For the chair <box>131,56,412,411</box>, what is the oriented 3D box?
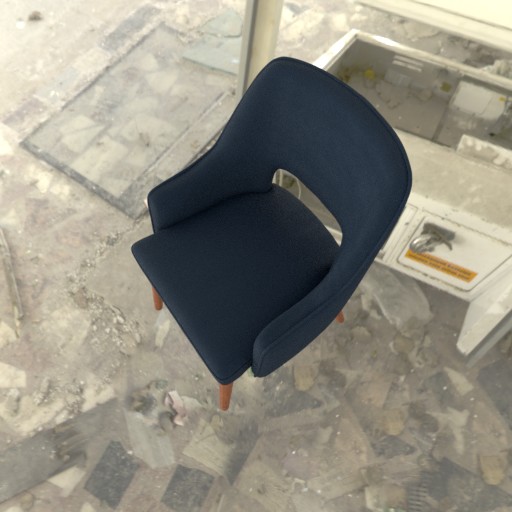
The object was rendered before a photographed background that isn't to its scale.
[{"bbox_3d":[0.000,0.000,1.228,0.591,0.844,0.559,-33,68,-15],"label":"chair"}]
